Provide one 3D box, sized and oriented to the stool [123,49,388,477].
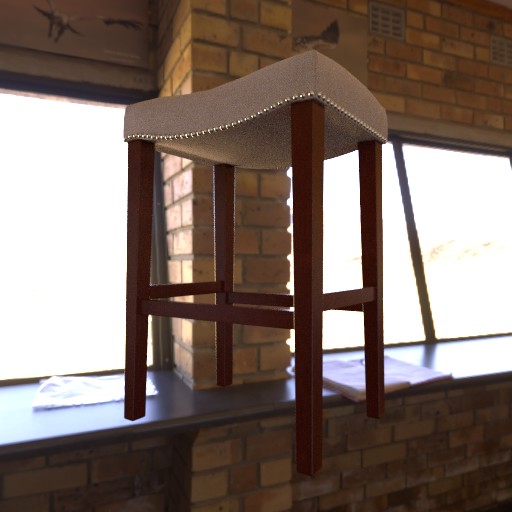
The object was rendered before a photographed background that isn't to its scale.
[{"bbox_3d":[0.000,0.000,1.023,0.504,0.742,0.372,0,-1,35],"label":"stool"}]
